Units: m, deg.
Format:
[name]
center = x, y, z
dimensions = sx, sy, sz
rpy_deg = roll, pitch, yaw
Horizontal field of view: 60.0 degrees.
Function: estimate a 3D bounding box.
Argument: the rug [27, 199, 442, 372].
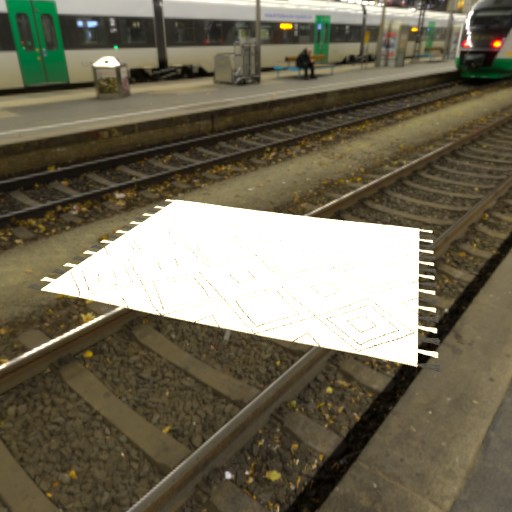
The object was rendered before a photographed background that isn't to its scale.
[rug]
center = 0.000, 0.000, 4.200
dimensions = 3.221, 0.026, 2.342
rpy_deg = 9, 28, 17
